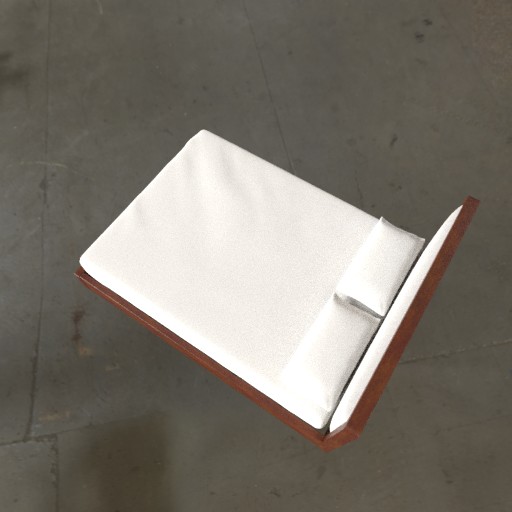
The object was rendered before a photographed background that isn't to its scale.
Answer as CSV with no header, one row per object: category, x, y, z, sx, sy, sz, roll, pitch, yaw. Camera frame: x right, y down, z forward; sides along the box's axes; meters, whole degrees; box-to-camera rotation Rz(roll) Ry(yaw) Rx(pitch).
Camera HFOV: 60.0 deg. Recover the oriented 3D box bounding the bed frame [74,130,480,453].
bed frame,0.000,0.000,3.152,2.171,1.279,1.587,30,67,15
